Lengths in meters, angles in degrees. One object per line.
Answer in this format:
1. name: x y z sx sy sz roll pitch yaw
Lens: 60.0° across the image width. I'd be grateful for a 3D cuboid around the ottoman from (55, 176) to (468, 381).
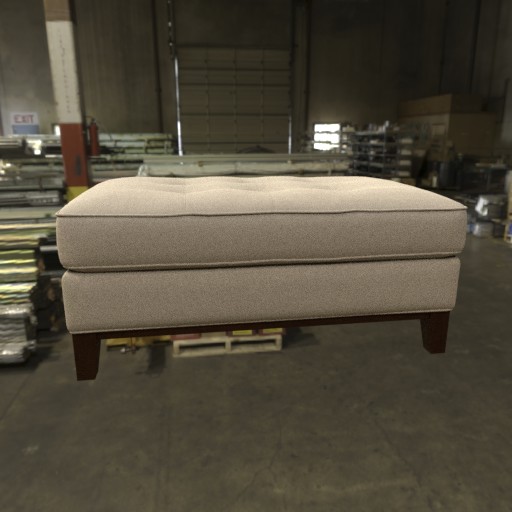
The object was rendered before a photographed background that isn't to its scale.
1. ottoman: 0.000 0.000 1.513 1.143 0.508 0.648 -2 15 -8
